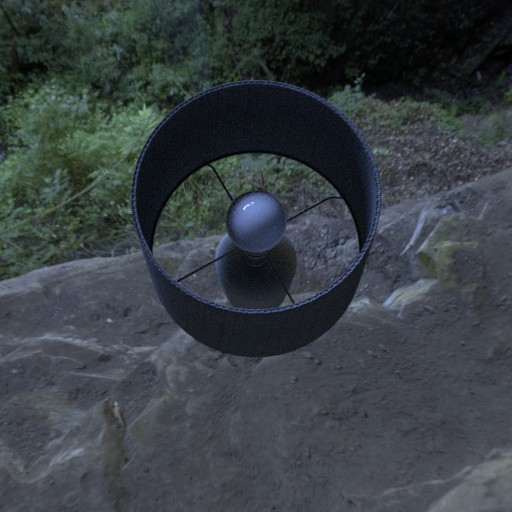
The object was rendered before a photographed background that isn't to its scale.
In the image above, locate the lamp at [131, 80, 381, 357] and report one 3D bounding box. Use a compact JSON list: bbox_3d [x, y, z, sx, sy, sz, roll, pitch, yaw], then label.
[{"bbox_3d":[0.000,0.000,0.558,0.251,0.429,0.251,0,76,0],"label":"lamp"}]
